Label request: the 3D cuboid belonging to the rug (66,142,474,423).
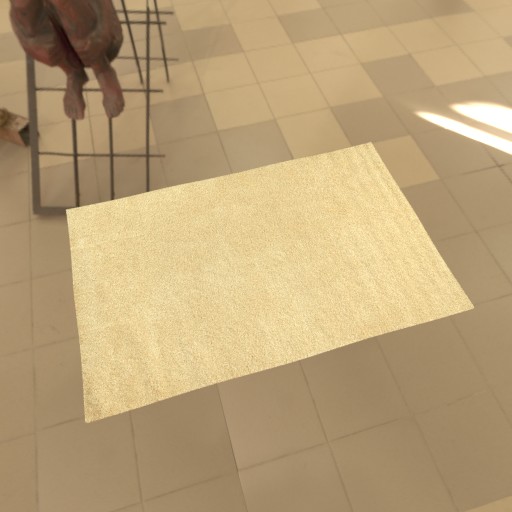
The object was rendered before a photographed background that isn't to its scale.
[{"bbox_3d":[0.000,0.000,2.931,2.346,0.025,1.500,-14,59,-9],"label":"rug"}]
